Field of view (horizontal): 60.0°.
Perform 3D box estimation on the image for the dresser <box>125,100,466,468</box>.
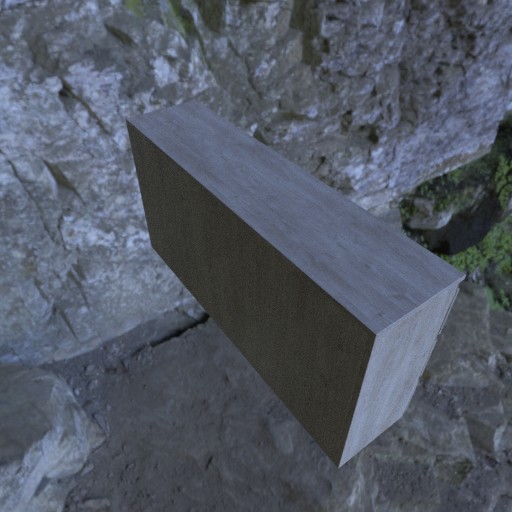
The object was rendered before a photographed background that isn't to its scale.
[{"bbox_3d":[0.000,0.000,1.964,0.390,0.795,1.590,-26,48,-26],"label":"dresser"}]
